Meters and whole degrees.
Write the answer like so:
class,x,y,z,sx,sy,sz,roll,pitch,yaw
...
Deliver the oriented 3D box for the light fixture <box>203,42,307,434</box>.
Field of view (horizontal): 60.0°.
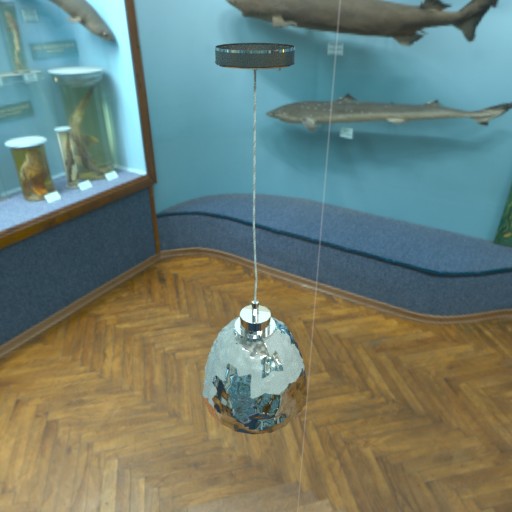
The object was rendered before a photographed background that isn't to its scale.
class,x,y,z,sx,sy,sz,roll,pitch,yaw
light fixture,0.000,0.000,1.760,0.496,1.511,0.500,19,35,29
